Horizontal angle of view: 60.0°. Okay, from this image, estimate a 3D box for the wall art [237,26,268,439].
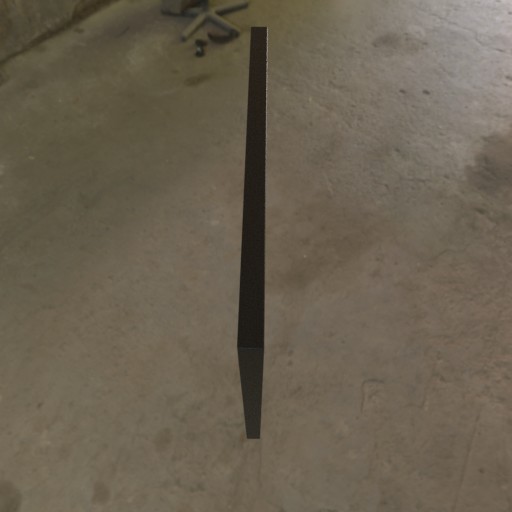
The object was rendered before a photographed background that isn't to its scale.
[{"bbox_3d":[0.000,0.000,1.144,0.038,0.765,0.765,1,59,1],"label":"wall art"}]
